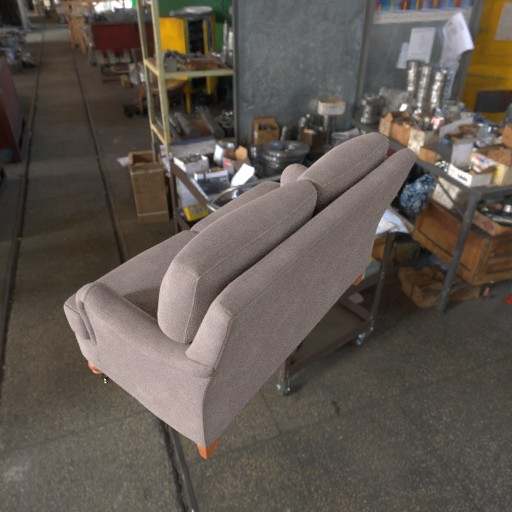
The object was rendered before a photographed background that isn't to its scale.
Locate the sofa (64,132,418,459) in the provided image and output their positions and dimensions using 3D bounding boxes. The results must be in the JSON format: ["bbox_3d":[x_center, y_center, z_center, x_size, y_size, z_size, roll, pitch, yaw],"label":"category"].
[{"bbox_3d":[0.000,0.000,2.497,1.084,1.101,1.853,21,39,29],"label":"sofa"}]
